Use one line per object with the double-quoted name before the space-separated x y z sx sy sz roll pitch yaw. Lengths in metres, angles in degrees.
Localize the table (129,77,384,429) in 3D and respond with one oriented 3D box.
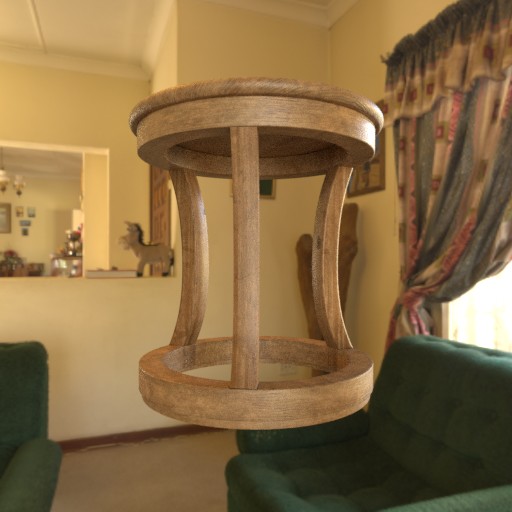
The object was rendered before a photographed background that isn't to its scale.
"table" 0.000 0.000 0.780 0.432 0.460 0.432 0 0 0
